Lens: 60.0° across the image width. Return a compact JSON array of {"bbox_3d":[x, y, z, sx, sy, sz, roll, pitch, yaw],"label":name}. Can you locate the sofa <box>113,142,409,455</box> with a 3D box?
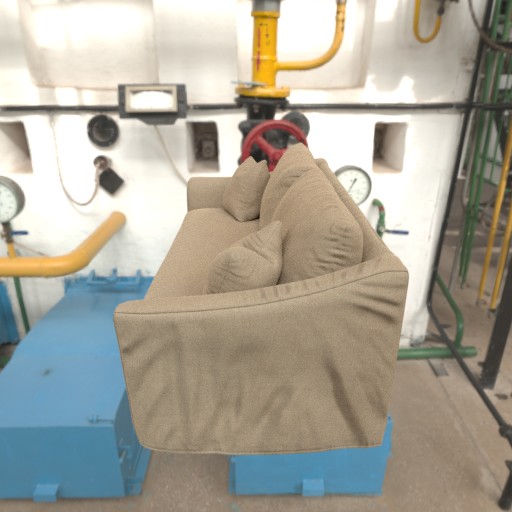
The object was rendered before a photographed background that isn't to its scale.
[{"bbox_3d":[0.000,0.000,2.543,1.072,1.018,2.010,0,23,0],"label":"sofa"}]
